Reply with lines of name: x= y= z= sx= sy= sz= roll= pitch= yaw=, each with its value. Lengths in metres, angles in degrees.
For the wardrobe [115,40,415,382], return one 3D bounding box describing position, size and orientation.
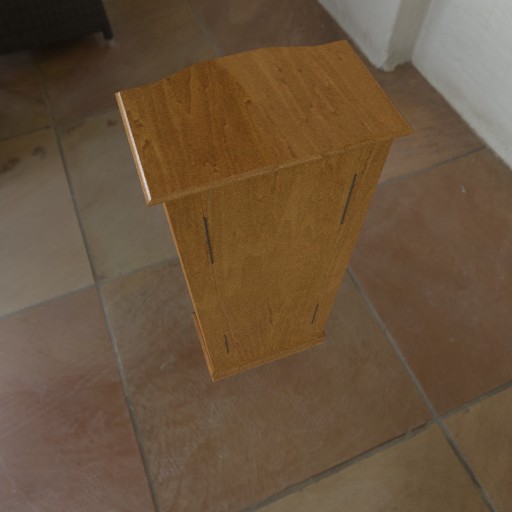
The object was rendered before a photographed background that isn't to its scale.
wardrobe: x=0.000 y=0.000 z=1.102 sx=0.406 sy=0.959 sz=0.273 roll=-17 pitch=61 yaw=-10
